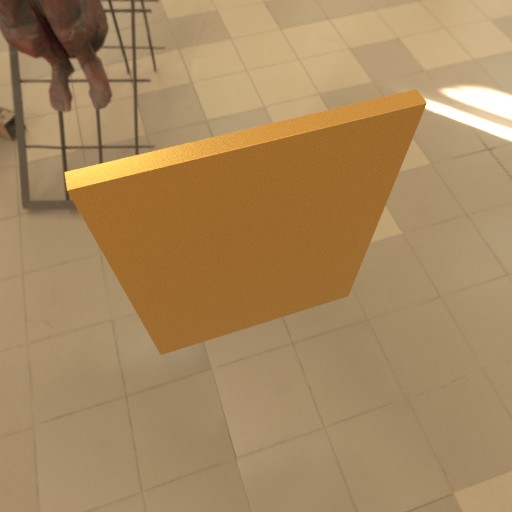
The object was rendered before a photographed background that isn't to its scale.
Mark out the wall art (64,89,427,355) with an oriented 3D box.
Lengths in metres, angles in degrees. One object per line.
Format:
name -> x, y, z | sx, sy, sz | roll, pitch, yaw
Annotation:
wall art -> 0.000, 0.000, 1.049 | 0.610, 0.762, 0.038 | -16, 60, -9
